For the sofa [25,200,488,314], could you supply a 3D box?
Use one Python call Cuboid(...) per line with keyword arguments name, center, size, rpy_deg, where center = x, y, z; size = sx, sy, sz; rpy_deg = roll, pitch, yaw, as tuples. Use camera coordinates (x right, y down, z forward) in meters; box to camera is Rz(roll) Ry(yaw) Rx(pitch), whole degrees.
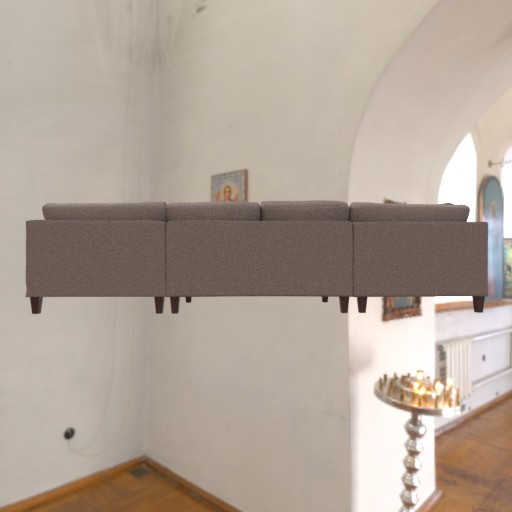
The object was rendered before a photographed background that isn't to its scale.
Cuboid(name="sofa", center=(0.000, 0.000, 4.470), size=(3.438, 0.865, 2.424), rpy_deg=(0, 0, -1))
